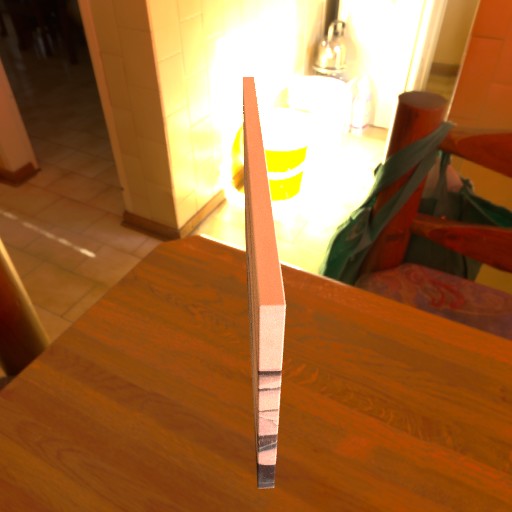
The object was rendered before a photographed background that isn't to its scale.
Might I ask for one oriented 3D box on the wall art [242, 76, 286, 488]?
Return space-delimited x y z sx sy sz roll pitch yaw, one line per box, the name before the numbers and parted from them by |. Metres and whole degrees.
wall art | 0.000 0.000 1.154 0.039 0.609 0.914 -2 41 -2
